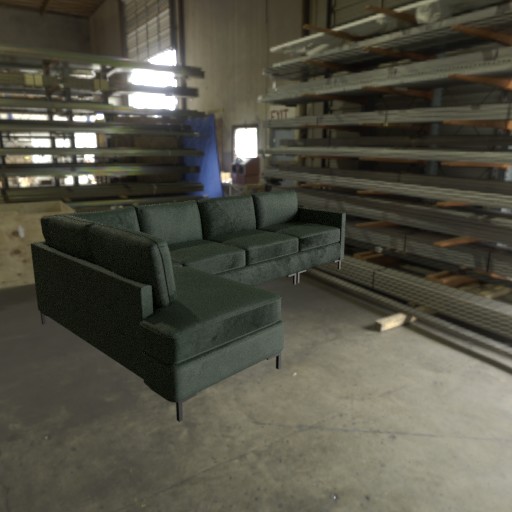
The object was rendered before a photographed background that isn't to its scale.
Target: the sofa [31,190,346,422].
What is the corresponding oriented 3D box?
[{"bbox_3d":[0.000,0.000,4.199,2.048,0.996,3.384,13,19,43],"label":"sofa"}]
